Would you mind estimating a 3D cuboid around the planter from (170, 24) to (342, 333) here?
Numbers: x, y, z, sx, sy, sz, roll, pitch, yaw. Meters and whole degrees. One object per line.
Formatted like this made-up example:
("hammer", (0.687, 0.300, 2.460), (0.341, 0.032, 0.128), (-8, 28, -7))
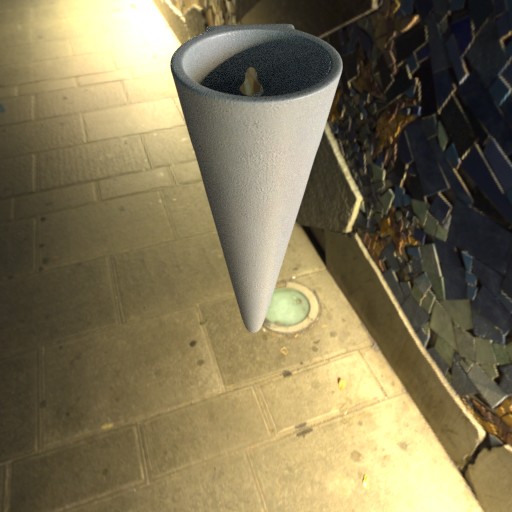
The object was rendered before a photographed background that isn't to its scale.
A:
("planter", (0.000, 0.000, 0.217), (0.057, 0.191, 0.064), (-3, 46, -3))
